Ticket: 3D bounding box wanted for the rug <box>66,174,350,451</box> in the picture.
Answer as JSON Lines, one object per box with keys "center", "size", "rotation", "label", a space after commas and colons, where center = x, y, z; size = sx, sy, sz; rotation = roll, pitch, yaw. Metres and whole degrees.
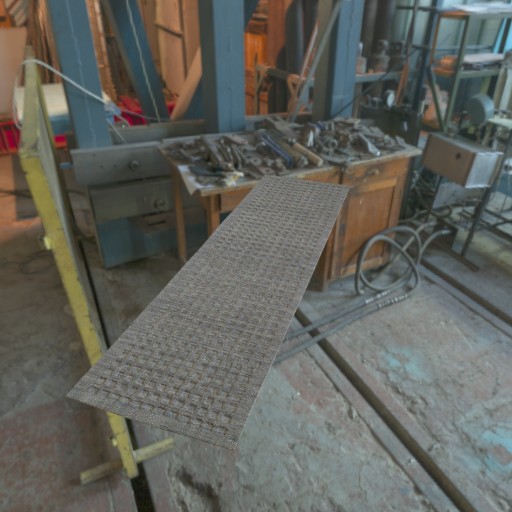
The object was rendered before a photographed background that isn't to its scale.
{"center": [0.000, 0.000, 2.591], "size": [0.706, 0.009, 2.443], "rotation": [11, 34, 16], "label": "rug"}
